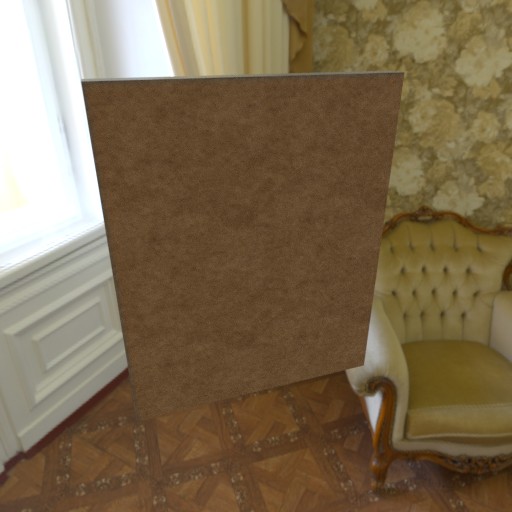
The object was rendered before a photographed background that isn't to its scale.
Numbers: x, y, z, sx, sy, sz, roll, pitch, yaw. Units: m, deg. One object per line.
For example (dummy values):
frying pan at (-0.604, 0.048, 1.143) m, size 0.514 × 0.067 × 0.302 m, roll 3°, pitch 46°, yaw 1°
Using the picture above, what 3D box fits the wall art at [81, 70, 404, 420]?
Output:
wall art at (0.000, 0.000, 0.732) m, size 0.453 × 0.554 × 0.037 m, roll -9°, pitch 28°, yaw -17°
